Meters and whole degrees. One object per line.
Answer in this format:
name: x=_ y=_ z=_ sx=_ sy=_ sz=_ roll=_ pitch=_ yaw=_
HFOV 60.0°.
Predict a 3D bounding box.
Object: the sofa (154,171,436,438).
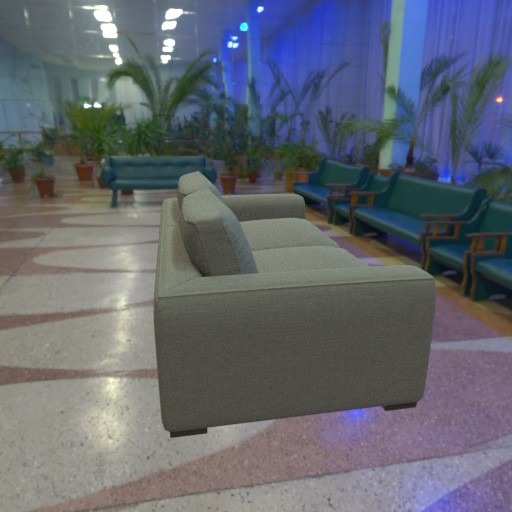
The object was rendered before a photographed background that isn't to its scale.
sofa: x=0.000 y=0.000 z=2.481 sx=1.069 sy=0.800 sz=1.920 roll=-3 pitch=18 yaw=-10
